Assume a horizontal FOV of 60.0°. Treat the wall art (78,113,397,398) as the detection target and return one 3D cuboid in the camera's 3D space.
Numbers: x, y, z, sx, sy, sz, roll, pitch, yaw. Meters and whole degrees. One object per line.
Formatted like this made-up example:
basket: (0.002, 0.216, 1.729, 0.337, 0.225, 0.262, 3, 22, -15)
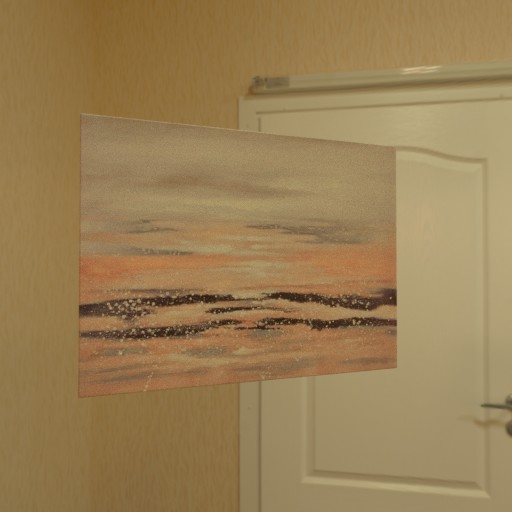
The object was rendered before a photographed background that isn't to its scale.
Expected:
wall art: (0.000, 0.000, 1.370, 1.015, 0.763, 0.038, 0, -1, -19)
